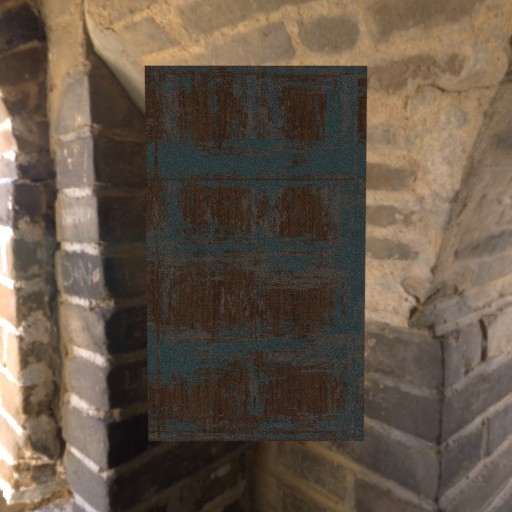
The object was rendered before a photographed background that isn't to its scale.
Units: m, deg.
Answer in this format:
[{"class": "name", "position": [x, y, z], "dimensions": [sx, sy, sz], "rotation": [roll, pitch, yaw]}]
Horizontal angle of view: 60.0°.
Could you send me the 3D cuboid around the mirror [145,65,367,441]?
[{"class": "mirror", "position": [0.000, 0.000, 1.473], "dimensions": [0.707, 1.213, 0.083], "rotation": [0, 2, 0]}]
